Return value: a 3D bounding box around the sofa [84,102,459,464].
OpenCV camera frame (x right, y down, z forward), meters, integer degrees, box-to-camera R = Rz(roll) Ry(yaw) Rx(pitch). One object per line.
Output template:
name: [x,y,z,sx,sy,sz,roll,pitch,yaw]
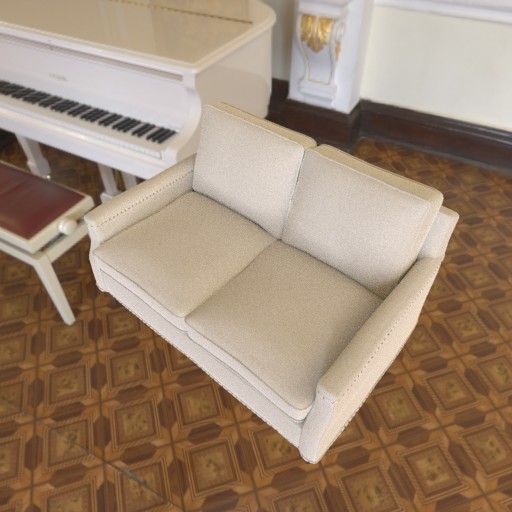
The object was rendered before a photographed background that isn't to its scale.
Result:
sofa: [0.000,0.000,2.292,1.597,1.003,1.084,31,53,28]
